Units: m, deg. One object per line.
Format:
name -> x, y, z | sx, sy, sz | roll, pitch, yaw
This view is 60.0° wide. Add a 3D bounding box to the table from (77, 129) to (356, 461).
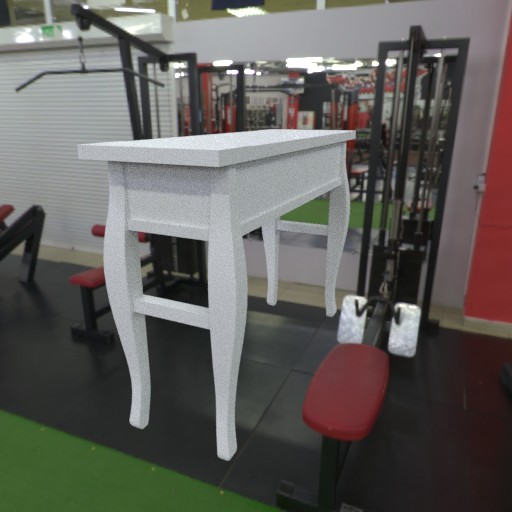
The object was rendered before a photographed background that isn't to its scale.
table -> 0.000, 0.000, 1.464 | 0.373, 0.768, 1.062 | 8, 20, 24
